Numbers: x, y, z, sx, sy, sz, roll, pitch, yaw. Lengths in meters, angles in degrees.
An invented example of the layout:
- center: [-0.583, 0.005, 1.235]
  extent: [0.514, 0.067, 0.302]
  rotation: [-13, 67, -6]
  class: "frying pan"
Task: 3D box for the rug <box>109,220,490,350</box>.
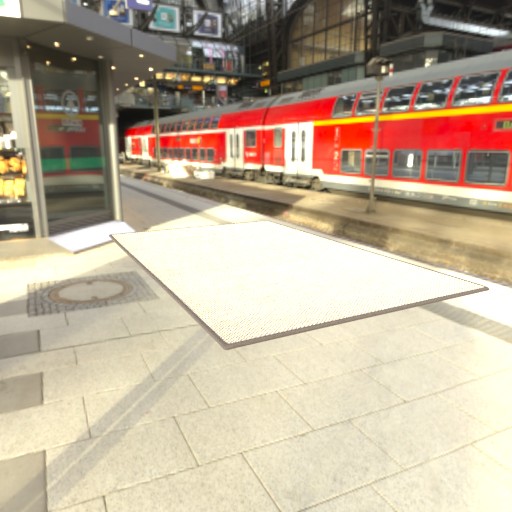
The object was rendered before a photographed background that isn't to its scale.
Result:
- center: [0.000, 0.000, 2.103]
  extent: [1.067, 0.013, 1.676]
  rotation: [-7, 16, -27]
  class: "rug"
